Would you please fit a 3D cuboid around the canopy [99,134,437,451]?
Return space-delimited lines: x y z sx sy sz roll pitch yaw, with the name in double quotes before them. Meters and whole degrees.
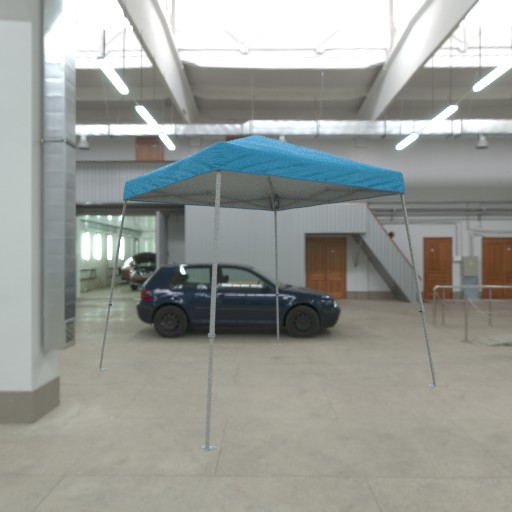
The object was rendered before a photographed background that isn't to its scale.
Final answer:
"canopy" 0.000 0.000 6.580 3.600 3.600 3.599 0 0 -35
